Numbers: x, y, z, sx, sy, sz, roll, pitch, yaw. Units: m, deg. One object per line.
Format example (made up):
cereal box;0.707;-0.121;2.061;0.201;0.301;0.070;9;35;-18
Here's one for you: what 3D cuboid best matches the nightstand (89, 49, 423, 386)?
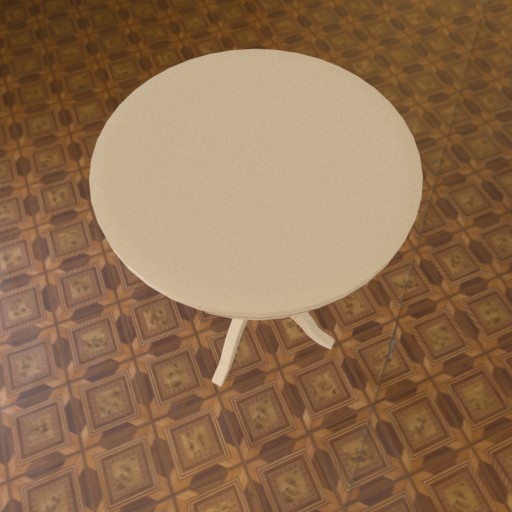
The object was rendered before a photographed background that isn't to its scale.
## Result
nightstand;0.000;0.000;0.979;0.513;0.653;0.513;32;66;16
